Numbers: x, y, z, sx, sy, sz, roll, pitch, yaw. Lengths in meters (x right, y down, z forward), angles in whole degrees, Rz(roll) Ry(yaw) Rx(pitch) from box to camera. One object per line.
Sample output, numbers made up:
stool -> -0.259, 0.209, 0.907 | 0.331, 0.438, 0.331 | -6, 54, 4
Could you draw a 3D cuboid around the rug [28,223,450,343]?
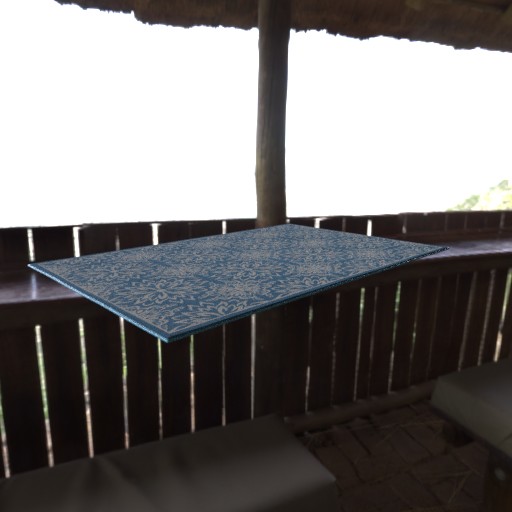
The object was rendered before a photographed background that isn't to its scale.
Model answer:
rug -> 0.000, 0.000, 3.452 | 2.769, 0.018, 1.830 | -12, 18, -42
